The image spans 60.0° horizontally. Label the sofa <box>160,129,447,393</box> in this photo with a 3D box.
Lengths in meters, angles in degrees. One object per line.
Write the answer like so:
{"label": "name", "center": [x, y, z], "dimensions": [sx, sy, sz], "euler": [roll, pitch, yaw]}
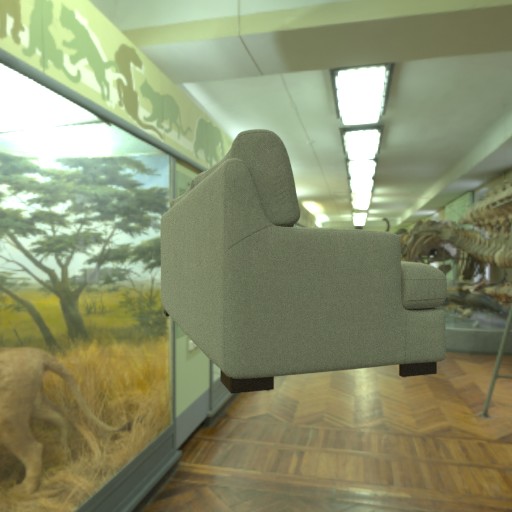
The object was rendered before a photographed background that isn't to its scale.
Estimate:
{"label": "sofa", "center": [0.000, 0.000, 2.781], "dimensions": [0.962, 0.980, 2.354], "euler": [0, 0, -18]}
